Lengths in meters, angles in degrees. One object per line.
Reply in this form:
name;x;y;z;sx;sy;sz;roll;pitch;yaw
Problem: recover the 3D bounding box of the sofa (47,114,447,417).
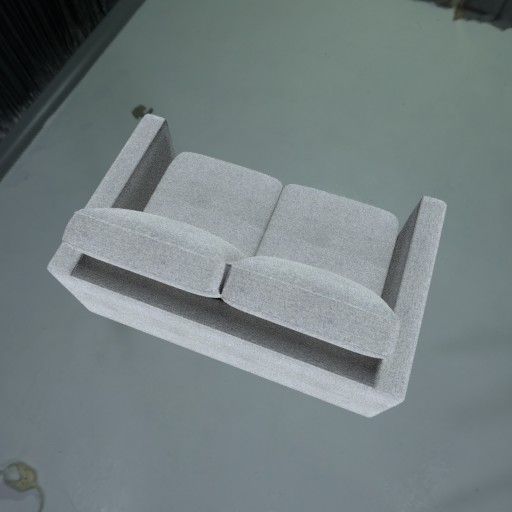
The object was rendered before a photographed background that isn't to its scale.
sofa;0.000;0.000;2.170;1.527;0.973;0.969;19;65;9
